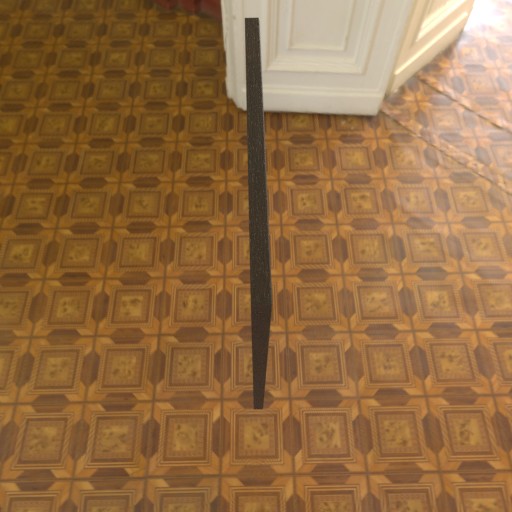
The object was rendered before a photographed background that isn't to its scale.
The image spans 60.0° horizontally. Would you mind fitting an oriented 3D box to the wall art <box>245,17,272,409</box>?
[{"bbox_3d":[0.000,0.000,0.661,0.017,0.513,0.359,-1,62,-1],"label":"wall art"}]
